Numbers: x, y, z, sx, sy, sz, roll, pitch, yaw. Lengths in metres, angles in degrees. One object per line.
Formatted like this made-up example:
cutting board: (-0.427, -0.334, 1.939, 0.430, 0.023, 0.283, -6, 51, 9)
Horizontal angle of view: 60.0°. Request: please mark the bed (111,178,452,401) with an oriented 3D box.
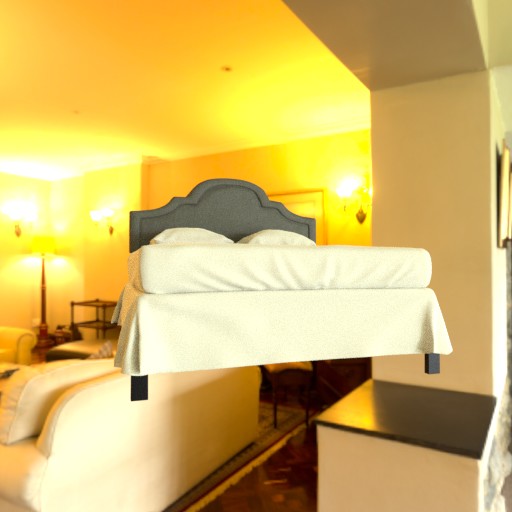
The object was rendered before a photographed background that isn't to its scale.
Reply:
bed: (0.000, 0.000, 3.690, 2.303, 1.631, 2.222, 0, -1, -18)
